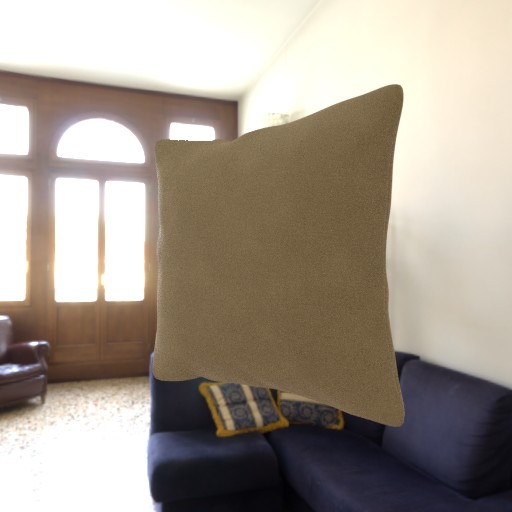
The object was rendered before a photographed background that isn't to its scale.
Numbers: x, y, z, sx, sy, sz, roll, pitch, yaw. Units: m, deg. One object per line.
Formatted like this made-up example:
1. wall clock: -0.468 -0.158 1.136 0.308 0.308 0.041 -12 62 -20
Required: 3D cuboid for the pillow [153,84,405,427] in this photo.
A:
1. pillow: 0.000 0.000 0.659 0.437 0.420 0.162 -1 -2 35
